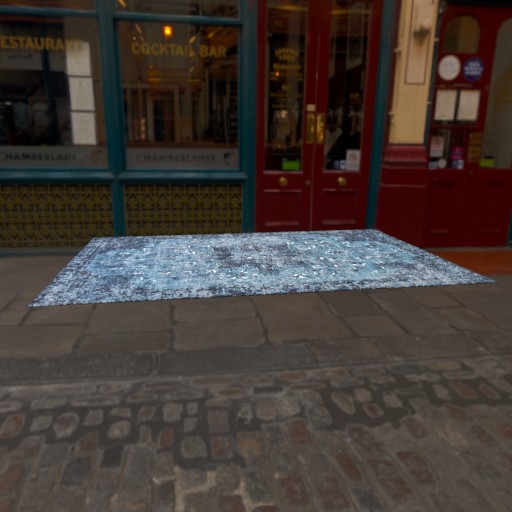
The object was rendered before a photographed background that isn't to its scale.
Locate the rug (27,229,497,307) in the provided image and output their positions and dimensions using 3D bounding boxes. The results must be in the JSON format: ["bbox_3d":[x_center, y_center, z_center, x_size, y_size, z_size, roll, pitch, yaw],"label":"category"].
[{"bbox_3d":[0.000,0.000,2.281,1.828,0.005,1.219,-2,14,-9],"label":"rug"}]
